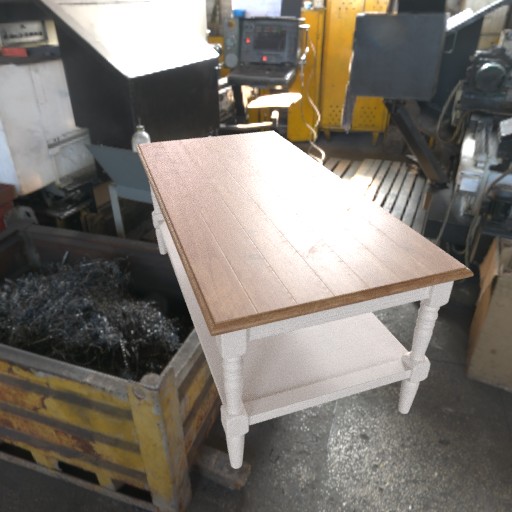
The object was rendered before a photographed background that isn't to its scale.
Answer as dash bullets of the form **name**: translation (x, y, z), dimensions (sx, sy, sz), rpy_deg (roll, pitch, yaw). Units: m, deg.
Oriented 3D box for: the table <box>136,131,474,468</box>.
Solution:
- **table**: translation (0.000, 0.000, 1.398), dimensions (0.559, 0.458, 1.118), rpy_deg (-10, 33, -17)
